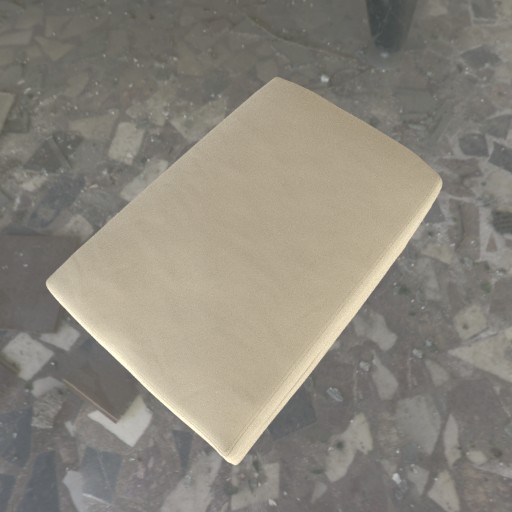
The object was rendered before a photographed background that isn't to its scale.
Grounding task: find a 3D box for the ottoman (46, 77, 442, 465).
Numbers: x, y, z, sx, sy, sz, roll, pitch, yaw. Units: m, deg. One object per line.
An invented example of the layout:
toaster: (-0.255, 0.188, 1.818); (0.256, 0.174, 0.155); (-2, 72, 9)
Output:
ottoman: (0.000, 0.000, 1.202); (0.590, 0.444, 0.872); (37, 69, 16)
